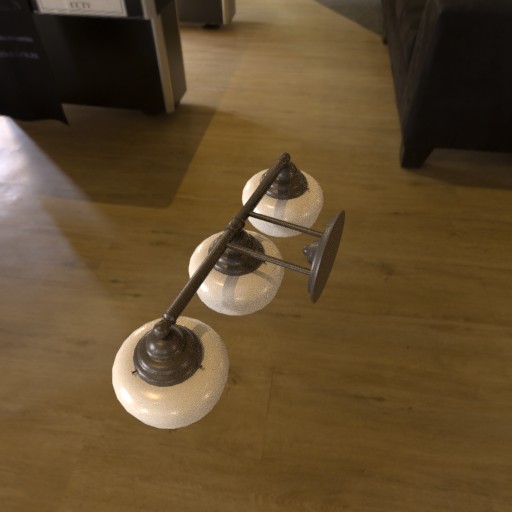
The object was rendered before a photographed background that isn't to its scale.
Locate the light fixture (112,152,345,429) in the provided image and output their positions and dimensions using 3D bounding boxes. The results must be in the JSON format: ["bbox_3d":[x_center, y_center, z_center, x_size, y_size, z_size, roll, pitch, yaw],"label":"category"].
[{"bbox_3d":[0.000,0.000,0.725,0.239,0.242,0.587,18,49,17],"label":"light fixture"}]
